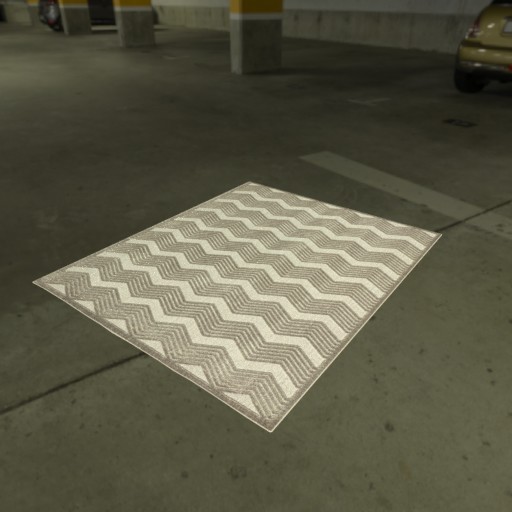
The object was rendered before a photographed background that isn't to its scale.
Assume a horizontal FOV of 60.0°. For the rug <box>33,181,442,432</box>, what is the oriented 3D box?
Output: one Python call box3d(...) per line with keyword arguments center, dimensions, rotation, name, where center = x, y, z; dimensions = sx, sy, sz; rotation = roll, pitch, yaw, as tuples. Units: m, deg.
box3d(center=(0.000, 0.000, 3.973), dimensions=(2.391, 0.005, 2.880), rotation=(21, 36, 32), name="rug")
